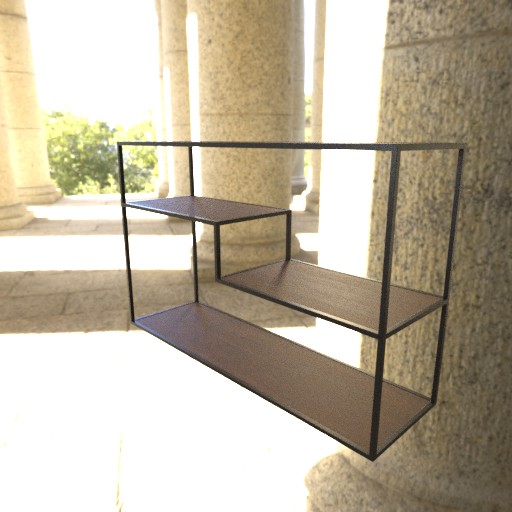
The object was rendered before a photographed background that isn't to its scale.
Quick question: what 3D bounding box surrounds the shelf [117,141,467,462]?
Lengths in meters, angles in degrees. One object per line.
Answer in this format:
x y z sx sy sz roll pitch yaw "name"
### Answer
0.000 0.000 1.537 0.361 0.765 1.201 -14 20 -42 "shelf"
